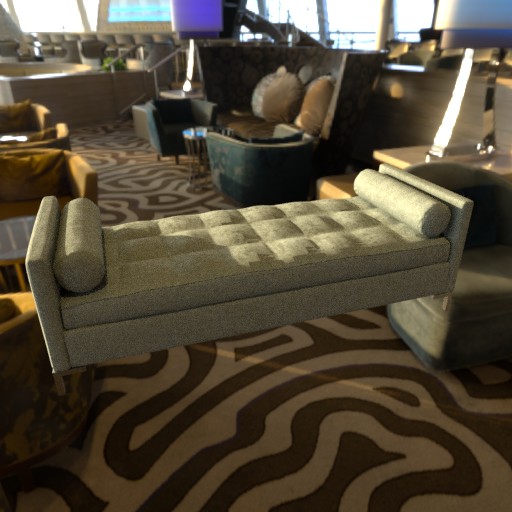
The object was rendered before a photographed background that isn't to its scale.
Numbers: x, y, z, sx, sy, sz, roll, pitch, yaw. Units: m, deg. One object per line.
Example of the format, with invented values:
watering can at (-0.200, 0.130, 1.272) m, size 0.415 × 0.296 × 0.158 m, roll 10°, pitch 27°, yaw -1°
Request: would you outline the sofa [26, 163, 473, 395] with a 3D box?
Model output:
sofa at (0.000, 0.000, 2.409) m, size 2.102 × 0.657 × 0.797 m, roll -9°, pitch 28°, yaw -17°
